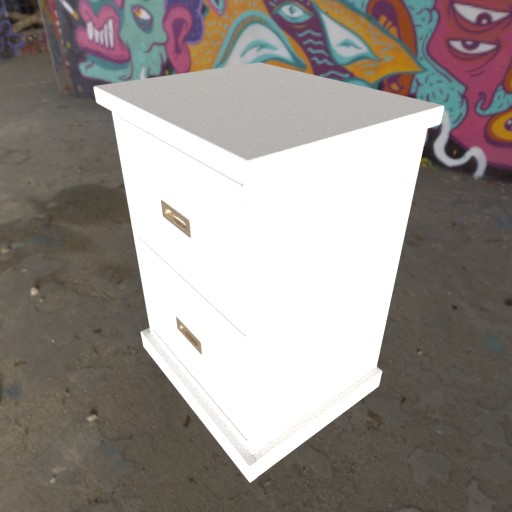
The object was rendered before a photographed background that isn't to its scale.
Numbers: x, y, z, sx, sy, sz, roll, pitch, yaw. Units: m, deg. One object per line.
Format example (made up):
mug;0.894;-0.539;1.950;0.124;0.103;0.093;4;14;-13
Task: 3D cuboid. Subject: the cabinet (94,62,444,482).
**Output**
cabinet;0.000;0.000;1.030;0.431;0.723;0.520;-23;40;-31
